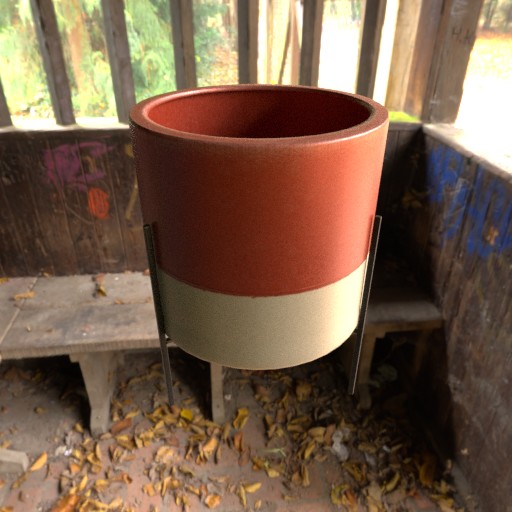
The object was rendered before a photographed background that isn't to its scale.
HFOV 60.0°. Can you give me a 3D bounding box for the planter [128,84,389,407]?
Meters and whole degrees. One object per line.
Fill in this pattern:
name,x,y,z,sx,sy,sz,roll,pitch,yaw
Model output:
planter,0.000,0.000,0.711,0.354,0.465,0.345,-20,36,-29
